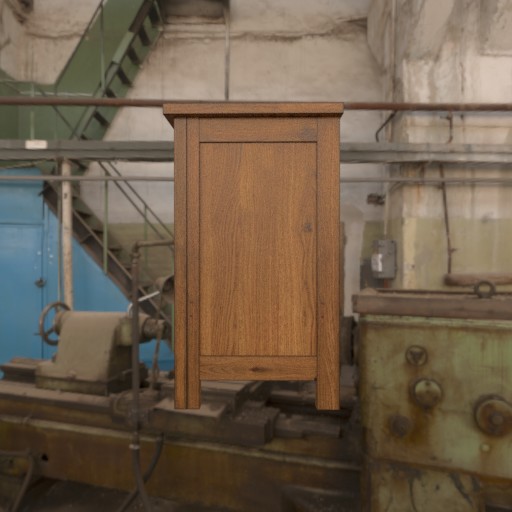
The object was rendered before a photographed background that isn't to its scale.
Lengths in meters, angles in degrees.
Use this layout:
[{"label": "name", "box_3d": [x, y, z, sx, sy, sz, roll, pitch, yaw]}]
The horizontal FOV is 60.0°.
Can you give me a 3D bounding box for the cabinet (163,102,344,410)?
[{"label": "cabinet", "box_3d": [0.000, 0.000, 1.897, 0.480, 0.813, 1.474, 0, 0, 1]}]
